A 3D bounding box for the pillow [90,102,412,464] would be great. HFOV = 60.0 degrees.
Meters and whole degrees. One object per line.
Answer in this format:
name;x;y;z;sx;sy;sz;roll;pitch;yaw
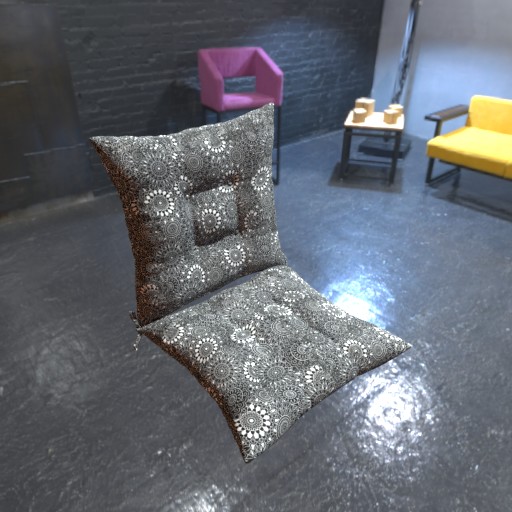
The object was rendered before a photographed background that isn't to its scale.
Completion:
pillow;0.000;0.000;1.026;0.541;0.536;0.585;-22;38;-32
